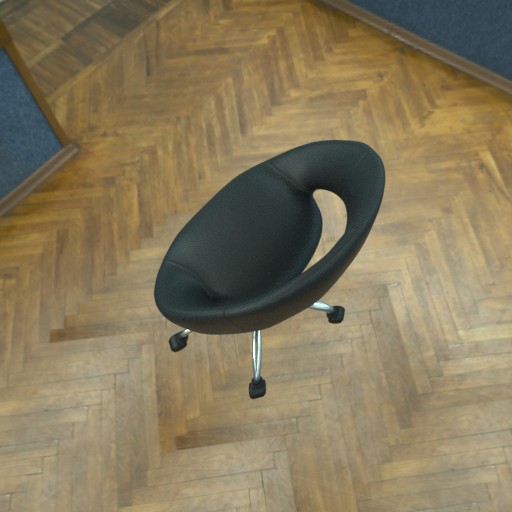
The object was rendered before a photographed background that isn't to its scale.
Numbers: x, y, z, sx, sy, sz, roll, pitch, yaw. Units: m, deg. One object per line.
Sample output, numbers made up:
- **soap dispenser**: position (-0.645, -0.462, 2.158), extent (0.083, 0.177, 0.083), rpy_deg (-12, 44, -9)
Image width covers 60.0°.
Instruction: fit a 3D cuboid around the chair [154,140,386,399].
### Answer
- **chair**: position (0.000, 0.000, 1.188), extent (0.538, 0.791, 0.612), rpy_deg (37, 70, 16)
